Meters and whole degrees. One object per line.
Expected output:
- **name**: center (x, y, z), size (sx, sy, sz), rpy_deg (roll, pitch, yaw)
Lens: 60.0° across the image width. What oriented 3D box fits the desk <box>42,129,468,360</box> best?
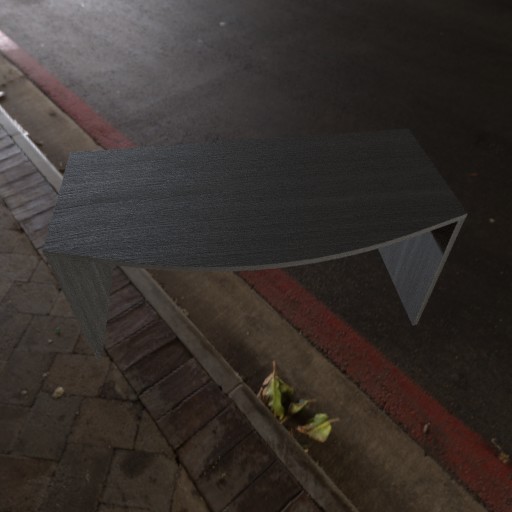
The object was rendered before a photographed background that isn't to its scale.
- **desk**: center (0.000, 0.000, 2.084), size (1.600, 0.750, 0.802), rpy_deg (-5, 47, -5)
